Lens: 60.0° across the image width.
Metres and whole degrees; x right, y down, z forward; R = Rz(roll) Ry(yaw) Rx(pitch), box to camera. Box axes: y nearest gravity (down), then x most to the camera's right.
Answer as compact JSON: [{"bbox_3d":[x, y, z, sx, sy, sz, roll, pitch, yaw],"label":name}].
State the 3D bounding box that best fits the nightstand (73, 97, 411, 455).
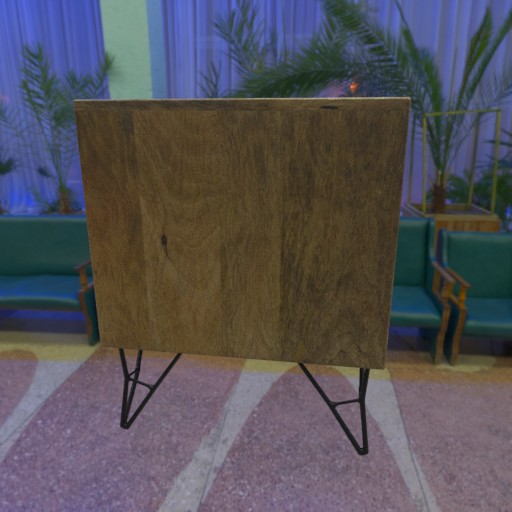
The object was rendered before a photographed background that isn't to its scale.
[{"bbox_3d":[0.000,0.000,0.860,0.457,0.559,0.406,3,17,9],"label":"nightstand"}]
